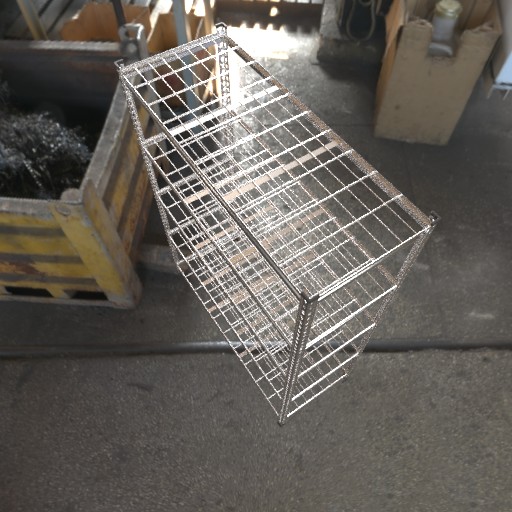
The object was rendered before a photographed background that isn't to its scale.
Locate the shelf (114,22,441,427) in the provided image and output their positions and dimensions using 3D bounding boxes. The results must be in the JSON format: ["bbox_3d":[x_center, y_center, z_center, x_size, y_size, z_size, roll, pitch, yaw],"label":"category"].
[{"bbox_3d":[0.000,0.000,2.695,0.610,1.981,1.524,-30,62,-17],"label":"shelf"}]
